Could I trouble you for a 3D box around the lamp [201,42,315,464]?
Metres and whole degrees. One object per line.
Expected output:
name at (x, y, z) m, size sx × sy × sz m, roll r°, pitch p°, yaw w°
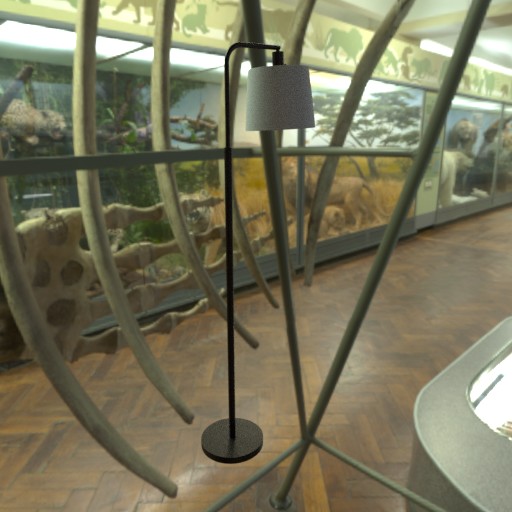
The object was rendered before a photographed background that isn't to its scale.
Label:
lamp at (0.000, 0.000, 1.659) m, size 0.508 × 1.478 × 0.254 m, roll -14°, pitch 20°, yaw -43°
